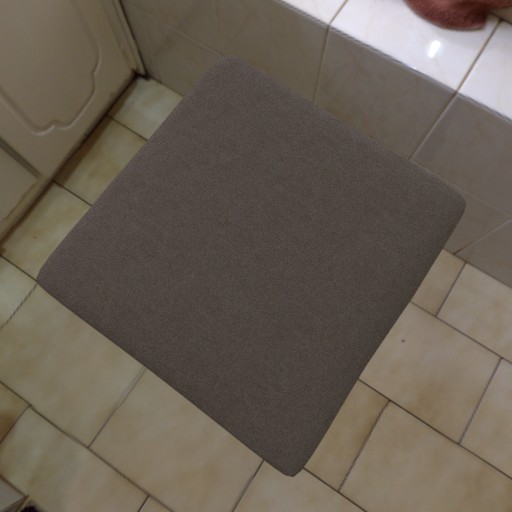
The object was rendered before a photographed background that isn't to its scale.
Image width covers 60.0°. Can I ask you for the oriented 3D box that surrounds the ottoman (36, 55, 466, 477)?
[{"bbox_3d":[0.000,0.000,1.370,0.861,0.482,0.881,35,78,8],"label":"ottoman"}]
